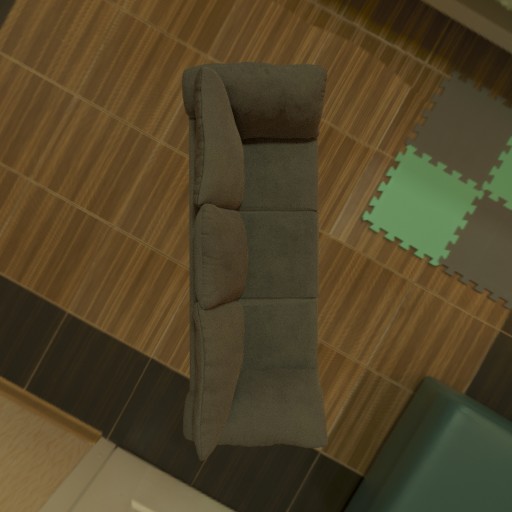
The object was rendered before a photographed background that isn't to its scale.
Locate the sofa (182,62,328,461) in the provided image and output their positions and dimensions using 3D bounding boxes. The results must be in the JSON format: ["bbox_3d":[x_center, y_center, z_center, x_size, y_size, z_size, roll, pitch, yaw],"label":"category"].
[{"bbox_3d":[0.000,0.000,2.893,0.878,1.073,2.336,0,91,0],"label":"sofa"}]
